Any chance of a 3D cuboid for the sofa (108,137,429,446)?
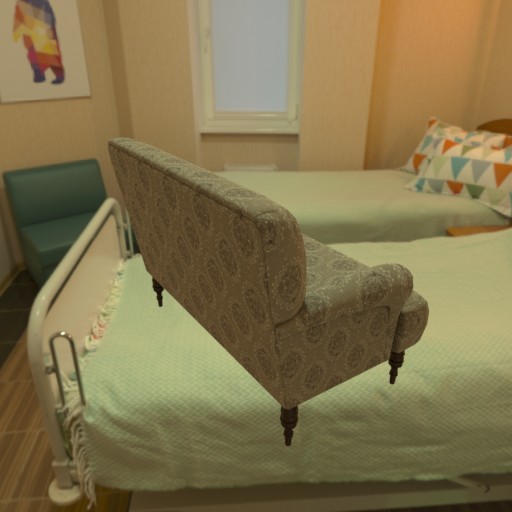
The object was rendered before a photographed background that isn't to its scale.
[{"bbox_3d":[0.000,0.000,1.860,0.779,0.889,1.297,-17,30,-31],"label":"sofa"}]
